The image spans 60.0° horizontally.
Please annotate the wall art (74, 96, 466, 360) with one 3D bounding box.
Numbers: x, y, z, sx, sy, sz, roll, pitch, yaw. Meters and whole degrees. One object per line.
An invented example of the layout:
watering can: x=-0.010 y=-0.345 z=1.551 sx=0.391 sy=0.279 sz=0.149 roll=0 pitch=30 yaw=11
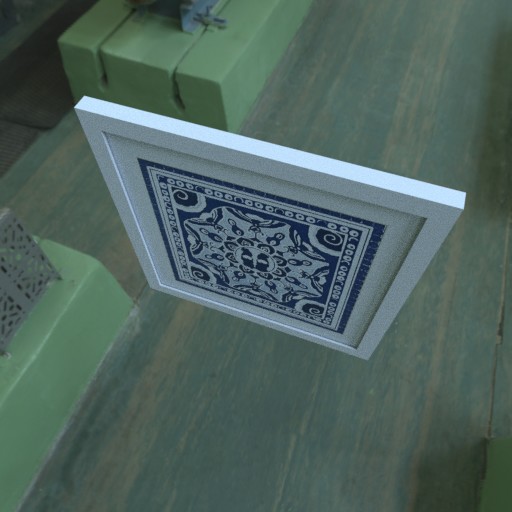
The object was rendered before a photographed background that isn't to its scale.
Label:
wall art: x=0.000 y=0.000 z=0.845 sx=0.559 sy=0.559 sz=0.028 roll=17 pitch=59 yaw=10
